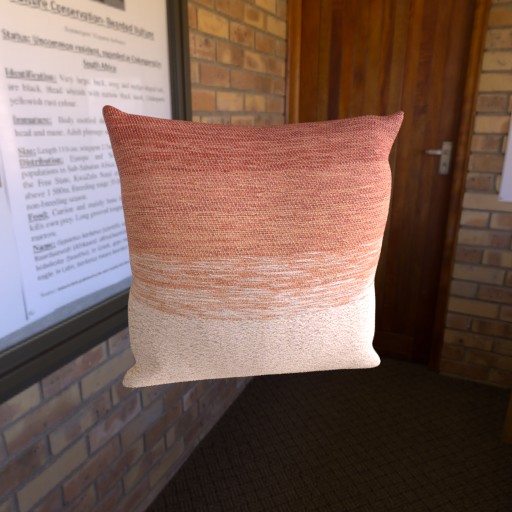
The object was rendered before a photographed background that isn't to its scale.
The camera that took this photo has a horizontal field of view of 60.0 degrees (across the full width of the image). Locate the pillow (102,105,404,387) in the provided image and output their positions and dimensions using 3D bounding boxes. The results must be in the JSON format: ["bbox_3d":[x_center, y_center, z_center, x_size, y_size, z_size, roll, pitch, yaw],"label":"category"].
[{"bbox_3d":[0.000,0.000,0.685,0.440,0.441,0.182,-2,17,-7],"label":"pillow"}]
